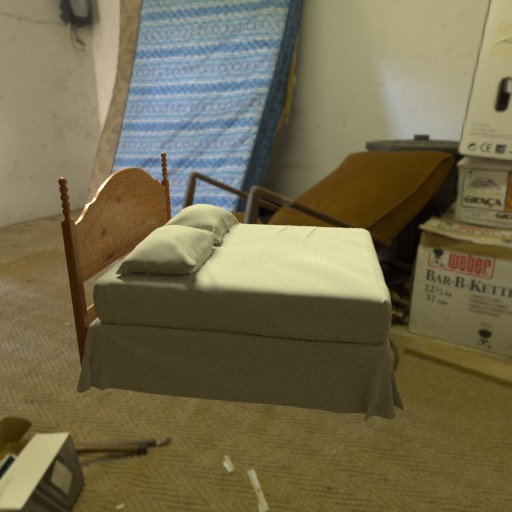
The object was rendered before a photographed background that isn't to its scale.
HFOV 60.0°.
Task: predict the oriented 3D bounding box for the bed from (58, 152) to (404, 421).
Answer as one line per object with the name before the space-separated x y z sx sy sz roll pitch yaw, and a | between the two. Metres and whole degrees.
bed | 0.000 0.000 3.331 2.040 1.356 1.873 3 18 9
